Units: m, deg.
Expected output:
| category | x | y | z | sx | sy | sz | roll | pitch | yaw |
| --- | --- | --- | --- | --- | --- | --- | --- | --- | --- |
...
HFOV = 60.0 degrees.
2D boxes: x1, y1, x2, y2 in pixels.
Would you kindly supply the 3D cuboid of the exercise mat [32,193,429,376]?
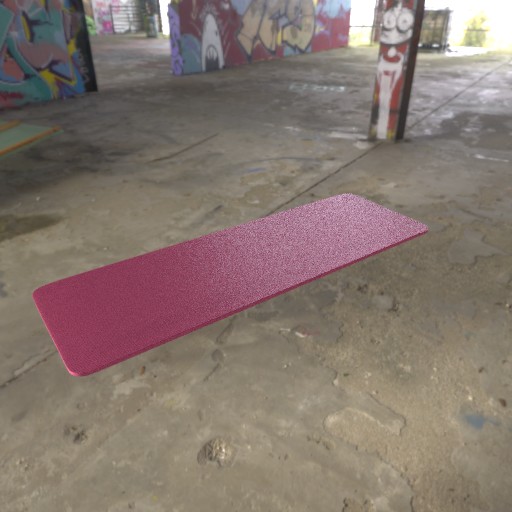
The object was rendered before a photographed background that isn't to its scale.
| category | x | y | z | sx | sy | sz | roll | pitch | yaw |
| --- | --- | --- | --- | --- | --- | --- | --- | --- | --- |
| exercise mat | 0.000 | 0.000 | 2.106 | 1.884 | 0.021 | 0.616 | -20 | 35 | -30 |
